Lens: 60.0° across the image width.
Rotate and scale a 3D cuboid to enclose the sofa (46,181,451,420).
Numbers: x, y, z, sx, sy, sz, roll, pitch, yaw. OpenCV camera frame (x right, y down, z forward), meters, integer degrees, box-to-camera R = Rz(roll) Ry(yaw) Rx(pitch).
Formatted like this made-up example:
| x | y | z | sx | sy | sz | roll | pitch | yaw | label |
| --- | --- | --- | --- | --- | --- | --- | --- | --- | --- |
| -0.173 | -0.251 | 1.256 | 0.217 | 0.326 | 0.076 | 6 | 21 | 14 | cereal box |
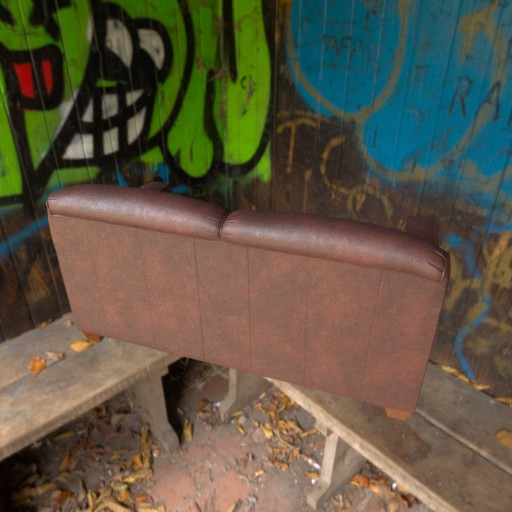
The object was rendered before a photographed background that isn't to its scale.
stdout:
| x | y | z | sx | sy | sz | roll | pitch | yaw | label |
| --- | --- | --- | --- | --- | --- | --- | --- | --- | --- |
| 0.000 | 0.000 | 2.449 | 1.856 | 0.966 | 1.000 | 10 | 32 | 16 | sofa |
